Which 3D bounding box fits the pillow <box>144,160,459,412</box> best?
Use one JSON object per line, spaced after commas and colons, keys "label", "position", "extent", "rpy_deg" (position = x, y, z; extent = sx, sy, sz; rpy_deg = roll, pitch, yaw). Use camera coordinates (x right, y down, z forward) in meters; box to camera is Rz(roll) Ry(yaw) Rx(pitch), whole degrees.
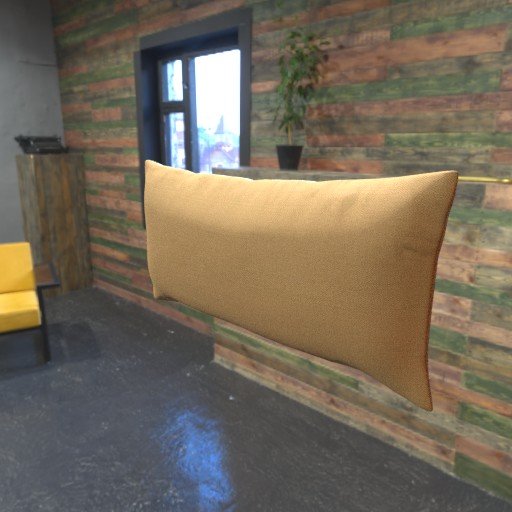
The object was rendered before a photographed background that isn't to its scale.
{"label": "pillow", "position": [0.000, 0.000, 0.713], "extent": [0.608, 0.291, 0.151], "rpy_deg": [13, 19, 43]}
